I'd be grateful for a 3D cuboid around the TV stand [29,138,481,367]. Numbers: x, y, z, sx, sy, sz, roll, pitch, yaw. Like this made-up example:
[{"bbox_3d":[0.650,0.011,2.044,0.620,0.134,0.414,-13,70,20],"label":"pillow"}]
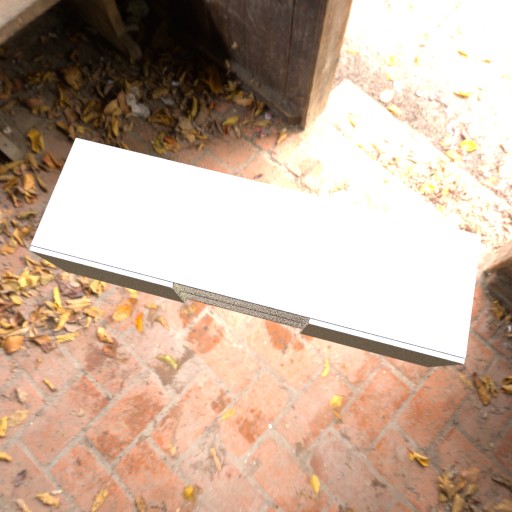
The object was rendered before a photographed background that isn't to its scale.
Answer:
[{"bbox_3d":[0.000,0.000,1.578,1.400,0.310,0.420,14,75,4],"label":"TV stand"}]
